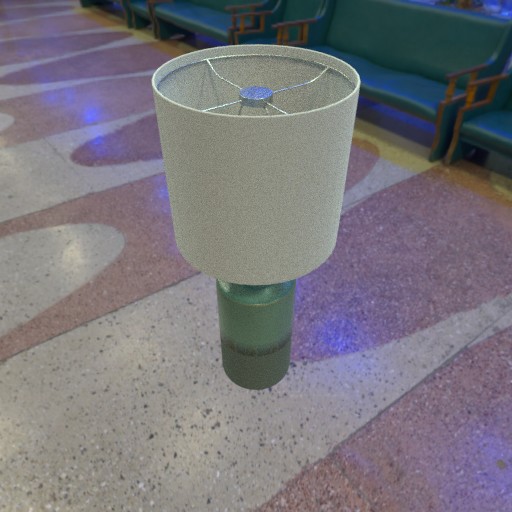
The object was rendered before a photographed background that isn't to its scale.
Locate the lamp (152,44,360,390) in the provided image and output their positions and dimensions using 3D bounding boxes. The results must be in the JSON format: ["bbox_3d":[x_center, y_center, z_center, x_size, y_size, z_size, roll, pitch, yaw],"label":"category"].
[{"bbox_3d":[0.000,0.000,0.617,0.212,0.493,0.212,-24,46,-26],"label":"lamp"}]
